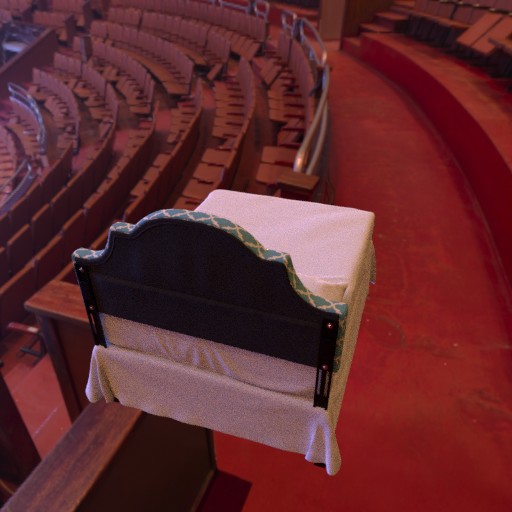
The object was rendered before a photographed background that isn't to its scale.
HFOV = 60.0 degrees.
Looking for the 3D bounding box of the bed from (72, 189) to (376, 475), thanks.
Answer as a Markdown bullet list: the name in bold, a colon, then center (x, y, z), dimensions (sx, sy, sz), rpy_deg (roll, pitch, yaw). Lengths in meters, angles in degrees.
- **bed**: center (0.000, 0.000, 3.319), dimensions (1.780, 1.633, 2.222), rpy_deg (11, 34, 16)
